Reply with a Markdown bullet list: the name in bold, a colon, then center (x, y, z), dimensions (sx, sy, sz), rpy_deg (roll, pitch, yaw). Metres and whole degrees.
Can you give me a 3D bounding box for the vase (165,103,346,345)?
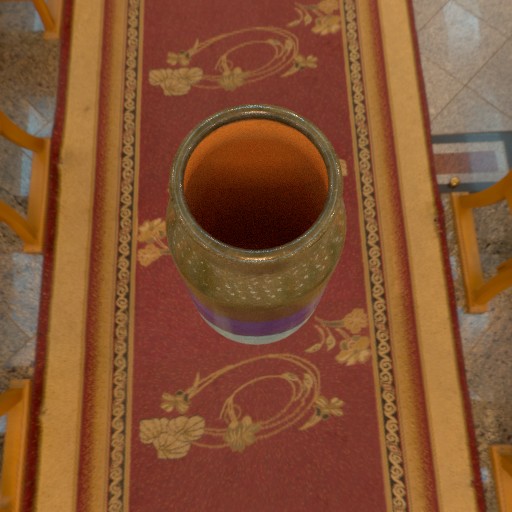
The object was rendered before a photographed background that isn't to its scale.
- **vase**: center (0.000, 0.000, 0.384), dimensions (0.139, 0.313, 0.139), rpy_deg (0, 75, 0)
